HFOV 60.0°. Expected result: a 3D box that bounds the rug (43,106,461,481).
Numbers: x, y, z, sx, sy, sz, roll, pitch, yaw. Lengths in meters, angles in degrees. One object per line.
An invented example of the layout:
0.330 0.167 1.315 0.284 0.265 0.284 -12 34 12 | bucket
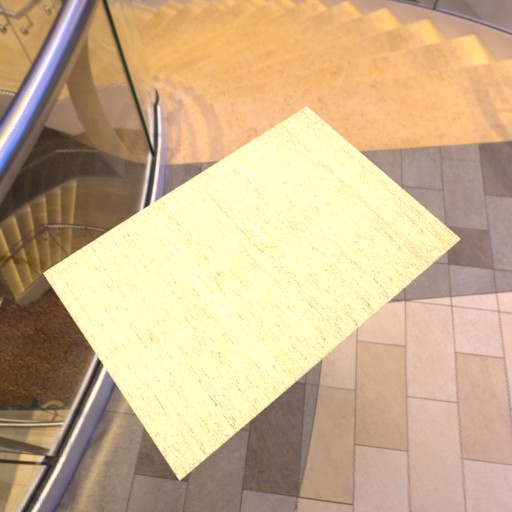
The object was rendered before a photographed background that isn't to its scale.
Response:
0.000 0.000 2.357 1.850 0.015 1.250 -36 69 -16 | rug
